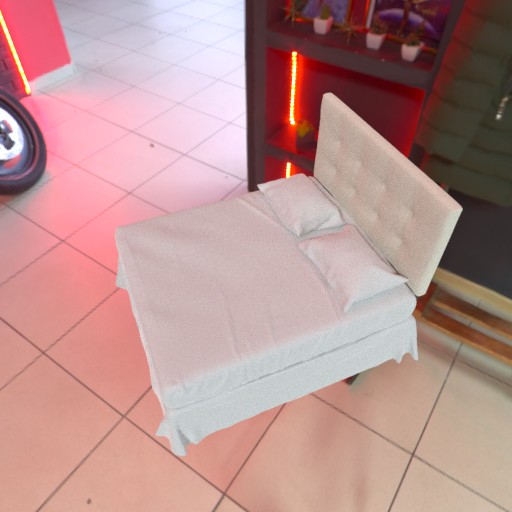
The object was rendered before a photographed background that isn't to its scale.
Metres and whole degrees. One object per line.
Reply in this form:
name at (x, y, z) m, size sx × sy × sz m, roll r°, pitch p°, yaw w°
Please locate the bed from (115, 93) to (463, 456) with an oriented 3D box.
bed at (0.000, 0.000, 3.476) m, size 2.222 × 1.577 × 1.936 m, roll -17°, pitch 49°, yaw -16°
